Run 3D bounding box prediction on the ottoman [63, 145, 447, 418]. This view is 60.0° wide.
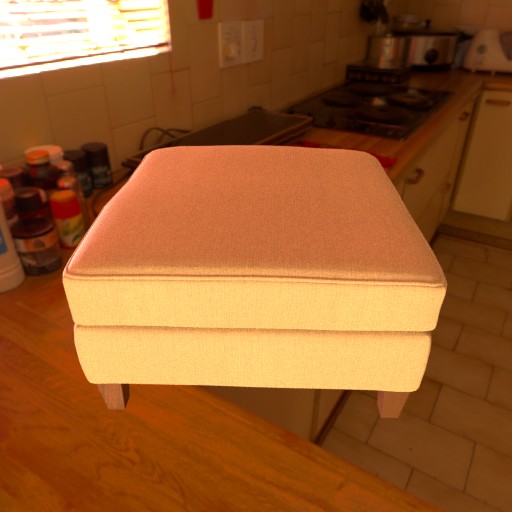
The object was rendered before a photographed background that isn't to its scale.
[{"bbox_3d":[0.000,0.000,1.361,0.838,0.503,0.838,1,32,2],"label":"ottoman"}]
